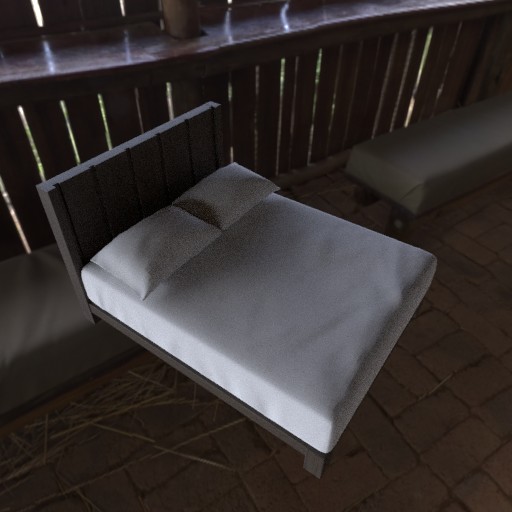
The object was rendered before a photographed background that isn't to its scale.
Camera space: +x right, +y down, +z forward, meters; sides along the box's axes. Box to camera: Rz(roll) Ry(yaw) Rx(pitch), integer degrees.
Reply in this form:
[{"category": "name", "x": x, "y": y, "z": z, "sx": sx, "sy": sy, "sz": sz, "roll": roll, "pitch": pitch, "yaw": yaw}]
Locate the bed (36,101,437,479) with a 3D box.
[{"category": "bed", "x": 0.000, "y": 0.000, "z": 3.294, "sx": 2.242, "sy": 1.270, "sz": 1.727, "roll": 25, "pitch": 47, "yaw": 26}]
